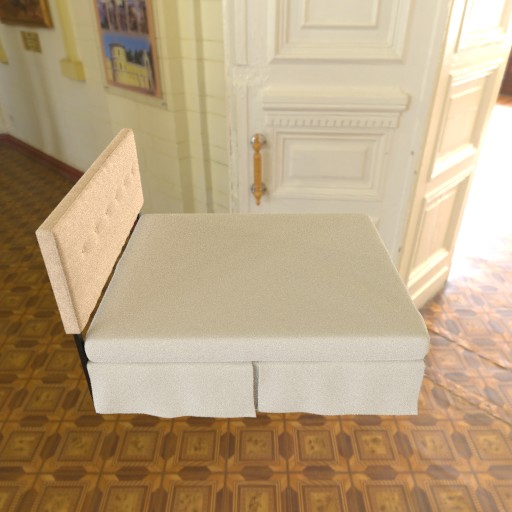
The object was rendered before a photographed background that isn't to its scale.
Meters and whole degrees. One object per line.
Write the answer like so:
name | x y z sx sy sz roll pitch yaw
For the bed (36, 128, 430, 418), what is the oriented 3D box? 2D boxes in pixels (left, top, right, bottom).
bed | 0.000 0.000 2.972 1.978 1.270 1.643 0 32 -1
